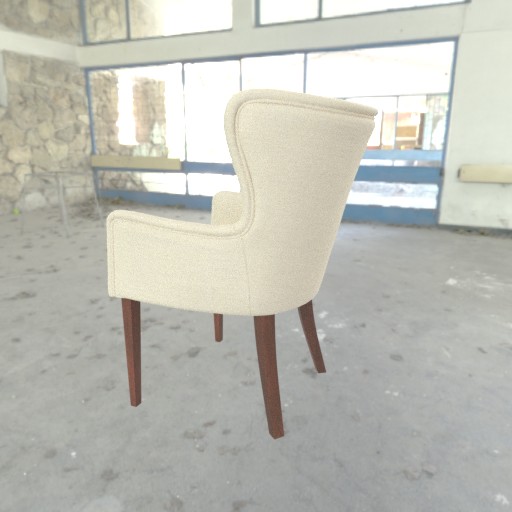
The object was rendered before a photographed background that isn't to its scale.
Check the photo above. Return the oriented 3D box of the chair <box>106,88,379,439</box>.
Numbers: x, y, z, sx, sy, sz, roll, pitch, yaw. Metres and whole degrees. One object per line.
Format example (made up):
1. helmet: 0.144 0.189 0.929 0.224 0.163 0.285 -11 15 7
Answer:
1. chair: 0.000 0.000 1.498 0.744 0.990 0.696 7 16 25
